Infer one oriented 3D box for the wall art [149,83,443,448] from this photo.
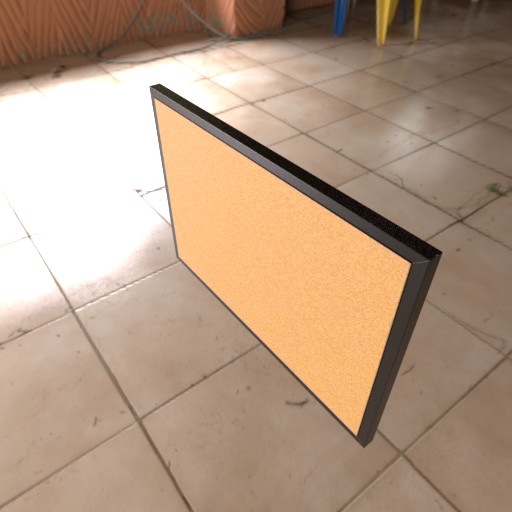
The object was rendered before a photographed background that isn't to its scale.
[{"bbox_3d":[0.000,0.000,0.845,0.027,0.458,0.657,-28,49,-28],"label":"wall art"}]
